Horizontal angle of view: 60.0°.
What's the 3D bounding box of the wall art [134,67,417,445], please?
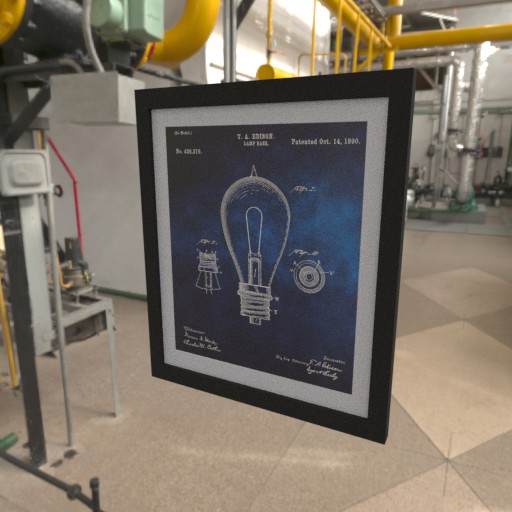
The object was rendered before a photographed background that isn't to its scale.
[{"bbox_3d":[0.000,0.000,0.682,0.428,0.505,0.023,7,15,27],"label":"wall art"}]
